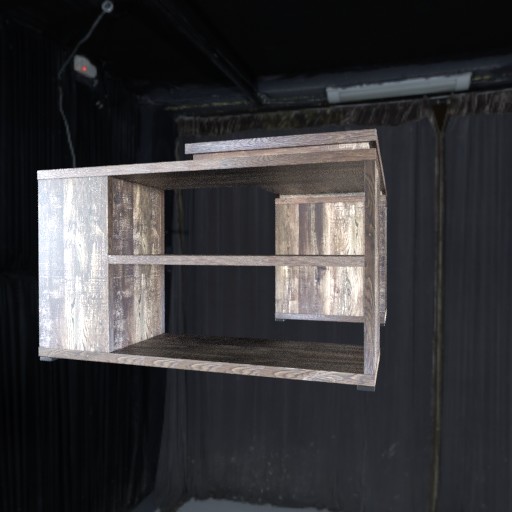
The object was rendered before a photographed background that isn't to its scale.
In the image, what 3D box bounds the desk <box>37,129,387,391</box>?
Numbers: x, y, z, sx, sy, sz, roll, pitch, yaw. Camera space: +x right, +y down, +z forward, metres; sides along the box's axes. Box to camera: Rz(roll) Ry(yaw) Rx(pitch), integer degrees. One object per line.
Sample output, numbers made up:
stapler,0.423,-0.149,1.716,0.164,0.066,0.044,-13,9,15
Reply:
desk,0.000,0.000,2.176,1.200,0.753,1.524,0,1,18
